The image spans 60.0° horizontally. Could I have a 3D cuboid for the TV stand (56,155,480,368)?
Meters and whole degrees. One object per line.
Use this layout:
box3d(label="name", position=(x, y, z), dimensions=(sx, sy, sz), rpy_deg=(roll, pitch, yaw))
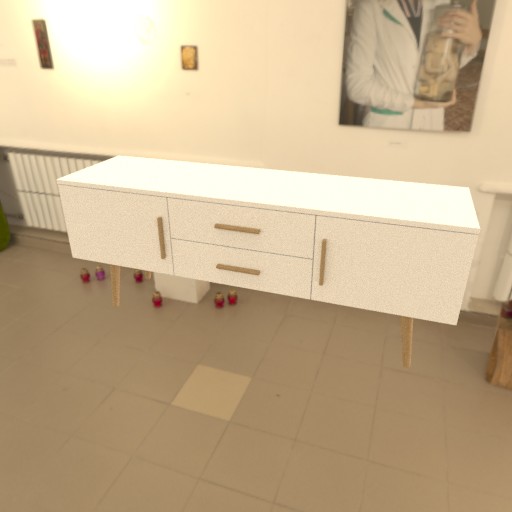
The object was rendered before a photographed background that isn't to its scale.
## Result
box3d(label="TV stand", position=(0.000, 0.000, 1.672), dimensions=(1.398, 0.560, 0.401), rpy_deg=(9, 28, 17))
